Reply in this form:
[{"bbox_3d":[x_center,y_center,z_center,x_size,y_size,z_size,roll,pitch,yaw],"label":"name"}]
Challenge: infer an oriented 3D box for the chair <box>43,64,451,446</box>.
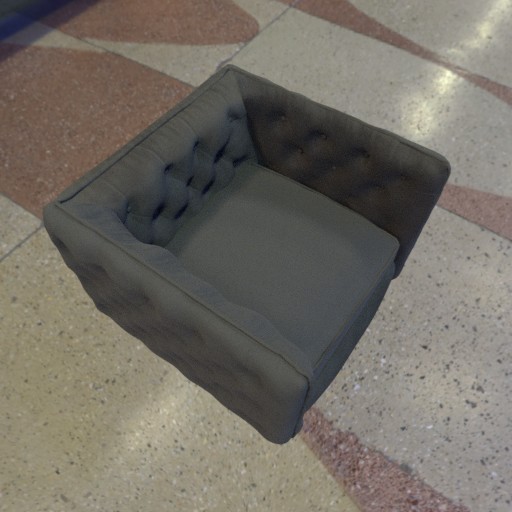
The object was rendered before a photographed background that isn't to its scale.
[{"bbox_3d":[0.000,0.000,1.622,0.913,0.807,0.946,31,62,19],"label":"chair"}]
